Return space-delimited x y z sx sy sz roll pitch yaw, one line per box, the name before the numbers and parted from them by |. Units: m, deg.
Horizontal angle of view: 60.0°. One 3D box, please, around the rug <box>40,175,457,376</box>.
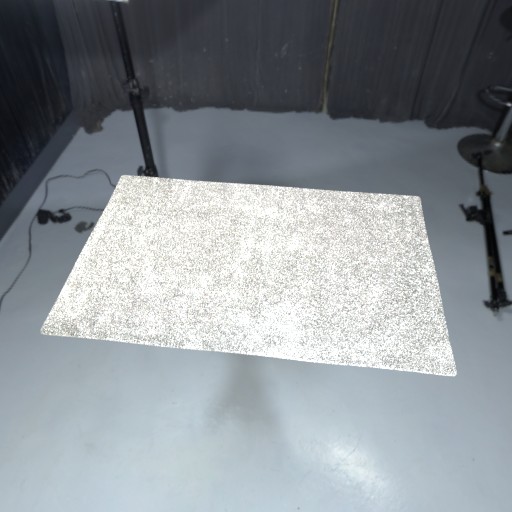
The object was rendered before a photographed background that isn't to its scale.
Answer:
rug | 0.000 0.000 2.978 2.350 0.025 1.502 5 47 4
